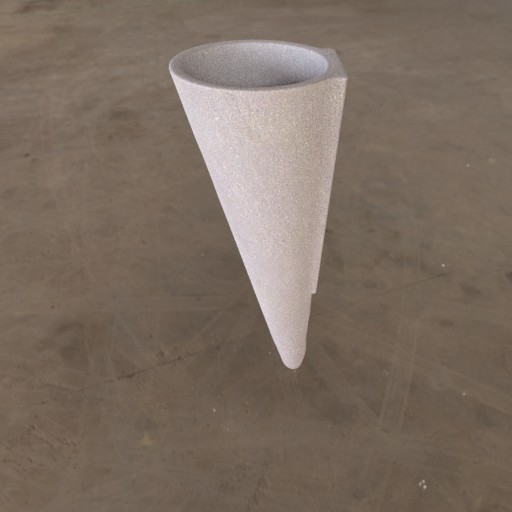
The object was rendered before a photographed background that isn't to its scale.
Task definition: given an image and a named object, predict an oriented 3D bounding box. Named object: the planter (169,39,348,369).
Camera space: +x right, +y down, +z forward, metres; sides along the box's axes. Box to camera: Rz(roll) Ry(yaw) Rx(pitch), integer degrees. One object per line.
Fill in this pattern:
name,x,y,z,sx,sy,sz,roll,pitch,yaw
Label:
planter,0.000,0.000,0.307,0.087,0.259,0.078,-1,41,-1
